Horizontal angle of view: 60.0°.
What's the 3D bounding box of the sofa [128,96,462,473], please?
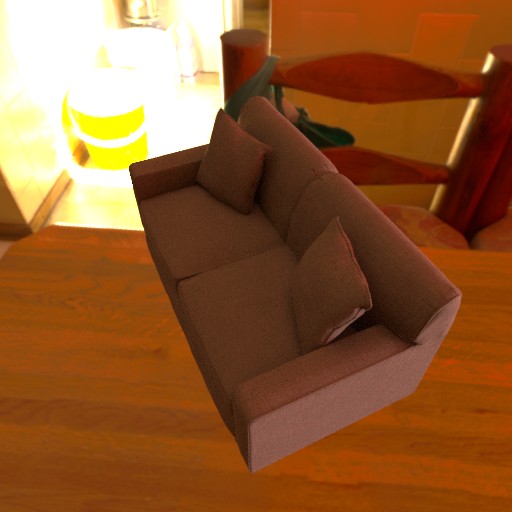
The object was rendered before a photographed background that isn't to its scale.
[{"bbox_3d":[0.000,0.000,2.458,1.000,0.958,1.846,-19,49,-17],"label":"sofa"}]
